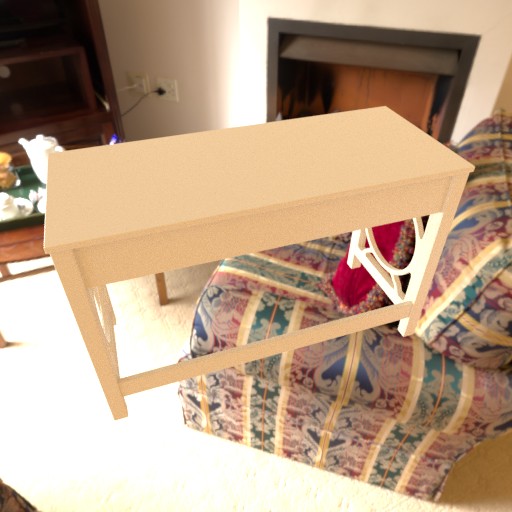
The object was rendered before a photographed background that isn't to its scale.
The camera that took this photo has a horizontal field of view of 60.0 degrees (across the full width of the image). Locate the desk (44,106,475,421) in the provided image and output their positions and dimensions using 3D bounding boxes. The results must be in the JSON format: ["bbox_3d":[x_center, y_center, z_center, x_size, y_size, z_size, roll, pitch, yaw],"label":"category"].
[{"bbox_3d":[0.000,0.000,1.580,1.191,0.762,0.504,-12,41,-14],"label":"desk"}]
